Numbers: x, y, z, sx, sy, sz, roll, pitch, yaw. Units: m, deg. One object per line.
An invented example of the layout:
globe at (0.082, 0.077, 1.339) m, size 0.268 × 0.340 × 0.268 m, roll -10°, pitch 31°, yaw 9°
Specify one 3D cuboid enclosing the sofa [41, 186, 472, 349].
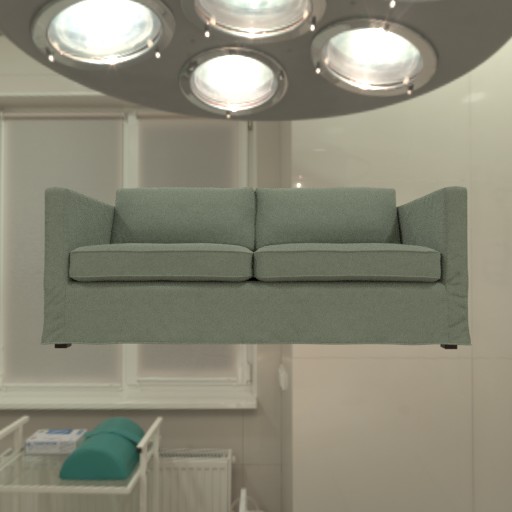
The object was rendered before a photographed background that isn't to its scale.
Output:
sofa at (0.000, 0.000, 2.477) m, size 1.987 × 0.870 × 0.940 m, roll 0°, pitch -1°, yaw 1°
